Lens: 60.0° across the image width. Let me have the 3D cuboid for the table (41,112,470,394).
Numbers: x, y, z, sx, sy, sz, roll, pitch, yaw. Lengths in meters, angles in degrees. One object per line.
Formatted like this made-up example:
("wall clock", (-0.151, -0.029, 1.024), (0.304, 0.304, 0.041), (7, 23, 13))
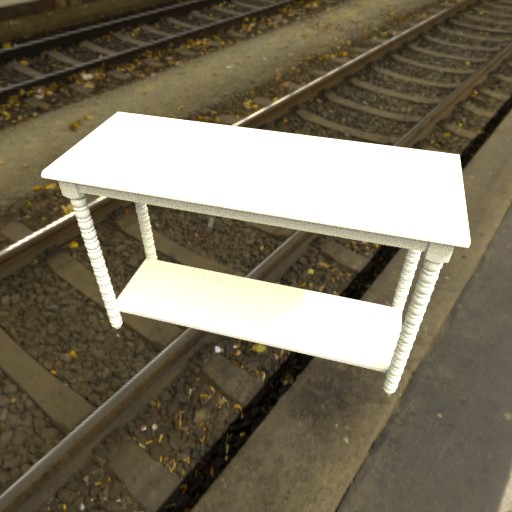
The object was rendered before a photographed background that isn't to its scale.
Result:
("table", (0.000, 0.000, 1.569), (1.184, 0.740, 0.459), (11, 42, 12))
